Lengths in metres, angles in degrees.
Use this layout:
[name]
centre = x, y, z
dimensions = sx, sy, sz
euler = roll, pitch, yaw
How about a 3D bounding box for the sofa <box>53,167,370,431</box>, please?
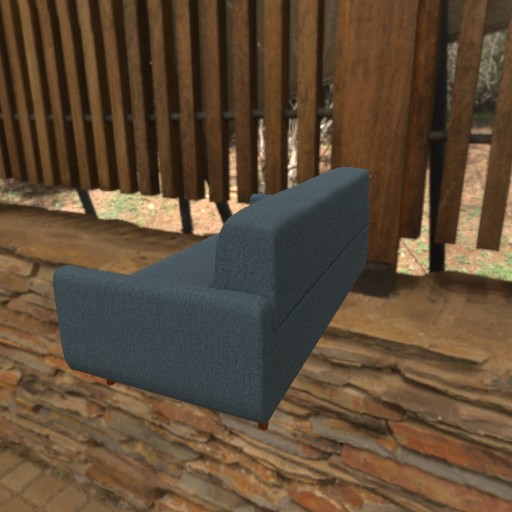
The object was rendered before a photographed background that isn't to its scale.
[sofa]
centre = 0.000, 0.000, 2.552
dimensions = 0.942, 0.884, 2.055
euler = 8, 19, 22
